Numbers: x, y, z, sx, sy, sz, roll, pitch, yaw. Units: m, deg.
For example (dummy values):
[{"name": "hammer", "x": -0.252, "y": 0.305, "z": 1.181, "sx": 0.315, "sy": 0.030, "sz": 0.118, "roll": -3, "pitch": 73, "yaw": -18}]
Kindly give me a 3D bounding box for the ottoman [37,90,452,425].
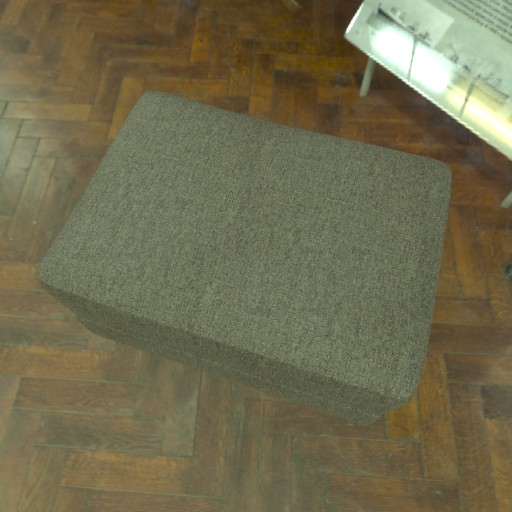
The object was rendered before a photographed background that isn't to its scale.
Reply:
[{"name": "ottoman", "x": 0.000, "y": 0.000, "z": 1.219, "sx": 0.885, "sy": 0.478, "sz": 0.637, "roll": 16, "pitch": 65, "yaw": 8}]
